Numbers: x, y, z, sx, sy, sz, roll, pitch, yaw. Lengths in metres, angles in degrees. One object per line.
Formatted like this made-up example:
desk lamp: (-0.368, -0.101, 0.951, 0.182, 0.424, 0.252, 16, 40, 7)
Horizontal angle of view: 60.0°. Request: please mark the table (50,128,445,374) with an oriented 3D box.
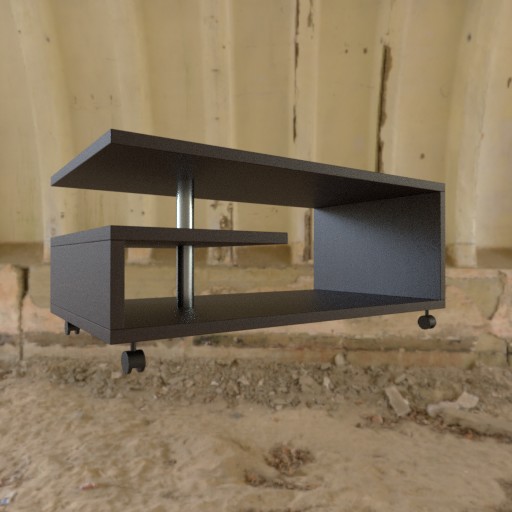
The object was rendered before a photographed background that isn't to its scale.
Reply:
table: (0.000, 0.000, 1.347, 1.050, 0.460, 0.590, 0, 0, -35)
